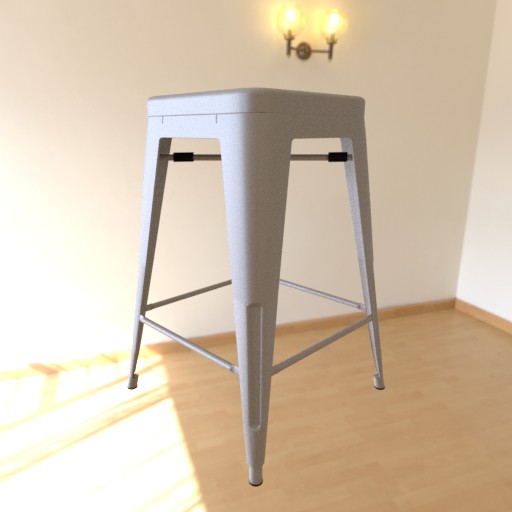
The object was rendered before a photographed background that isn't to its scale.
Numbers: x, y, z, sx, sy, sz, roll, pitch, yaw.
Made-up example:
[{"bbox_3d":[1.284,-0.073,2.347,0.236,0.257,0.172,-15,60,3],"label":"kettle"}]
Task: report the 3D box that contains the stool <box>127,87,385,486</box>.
[{"bbox_3d":[0.000,0.000,0.898,0.410,0.608,0.410,-15,22,-43],"label":"stool"}]
